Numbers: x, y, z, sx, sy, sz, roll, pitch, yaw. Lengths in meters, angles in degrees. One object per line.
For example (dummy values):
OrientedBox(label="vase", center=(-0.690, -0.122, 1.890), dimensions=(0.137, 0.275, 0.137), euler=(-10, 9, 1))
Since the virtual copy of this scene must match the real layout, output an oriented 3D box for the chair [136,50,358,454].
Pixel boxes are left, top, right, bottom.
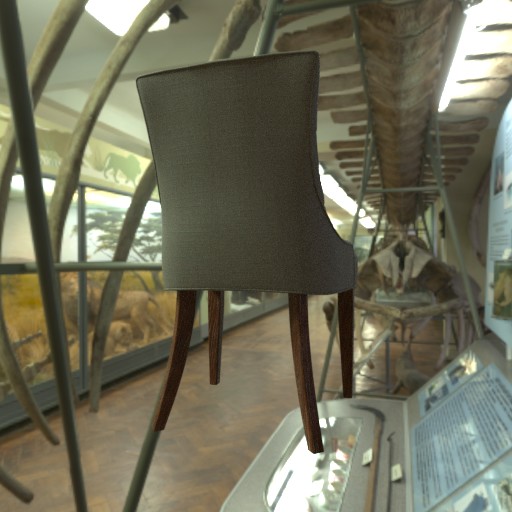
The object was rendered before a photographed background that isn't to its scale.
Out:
OrientedBox(label="chair", center=(0.000, 0.000, 1.225), dimensions=(0.509, 0.874, 0.565), euler=(0, 0, 18))
